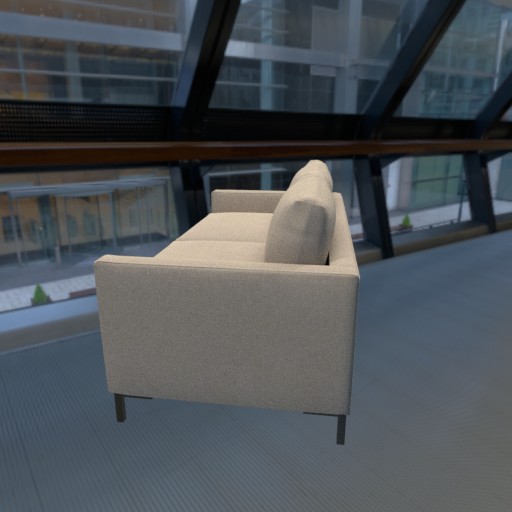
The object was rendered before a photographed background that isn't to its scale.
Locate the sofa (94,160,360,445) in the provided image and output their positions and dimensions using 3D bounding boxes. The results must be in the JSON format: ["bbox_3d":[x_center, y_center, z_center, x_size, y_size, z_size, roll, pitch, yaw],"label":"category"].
[{"bbox_3d":[0.000,0.000,2.207,0.875,0.840,1.682,2,17,8],"label":"sofa"}]
